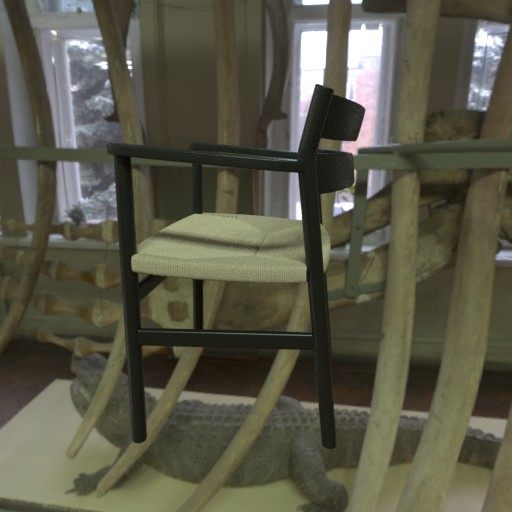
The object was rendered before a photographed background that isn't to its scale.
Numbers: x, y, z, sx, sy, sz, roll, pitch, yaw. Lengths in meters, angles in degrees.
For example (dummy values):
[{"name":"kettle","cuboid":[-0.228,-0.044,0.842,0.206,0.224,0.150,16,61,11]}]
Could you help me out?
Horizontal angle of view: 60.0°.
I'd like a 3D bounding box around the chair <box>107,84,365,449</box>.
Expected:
[{"name":"chair","cuboid":[0.000,0.000,1.154,0.508,0.775,0.630,2,15,8]}]
